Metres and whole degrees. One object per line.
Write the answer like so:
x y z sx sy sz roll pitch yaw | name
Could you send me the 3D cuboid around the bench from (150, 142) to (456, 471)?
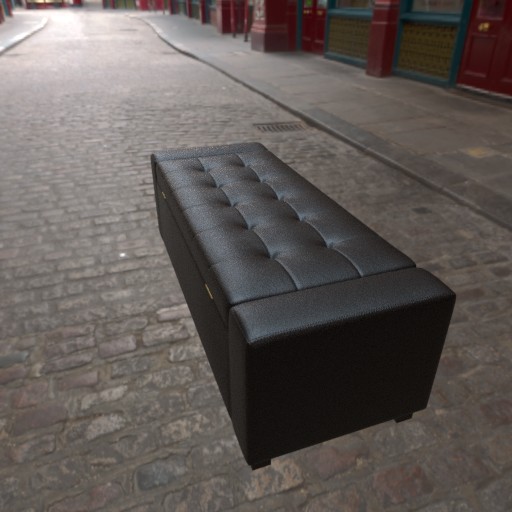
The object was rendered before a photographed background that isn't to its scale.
0.000 0.000 1.539 0.508 0.445 1.296 -10 32 -17 | bench
